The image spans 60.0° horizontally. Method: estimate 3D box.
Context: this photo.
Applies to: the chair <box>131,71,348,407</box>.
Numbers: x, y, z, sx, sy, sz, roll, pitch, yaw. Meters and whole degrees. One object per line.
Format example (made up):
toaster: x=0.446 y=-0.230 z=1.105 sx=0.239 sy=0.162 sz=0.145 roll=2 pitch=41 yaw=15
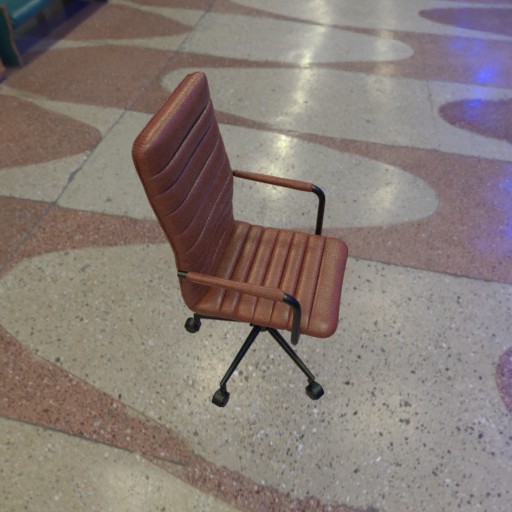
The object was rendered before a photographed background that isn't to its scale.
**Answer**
chair: x=0.000 y=0.000 z=1.391 sx=0.580 sy=0.979 sz=0.608 roll=10 pitch=47 yaw=10
